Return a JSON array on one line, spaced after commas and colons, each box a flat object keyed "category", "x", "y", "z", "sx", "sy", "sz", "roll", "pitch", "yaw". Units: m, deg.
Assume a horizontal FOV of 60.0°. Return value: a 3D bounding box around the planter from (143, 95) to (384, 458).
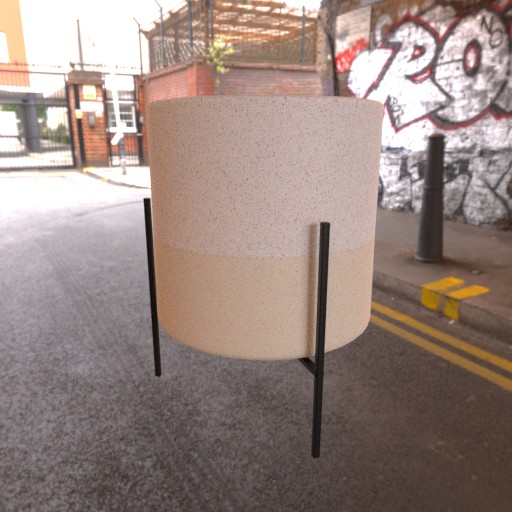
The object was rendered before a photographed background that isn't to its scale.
[{"category": "planter", "x": 0.000, "y": 0.000, "z": 0.650, "sx": 0.335, "sy": 0.423, "sz": 0.313, "roll": 2, "pitch": 15, "yaw": 8}]
